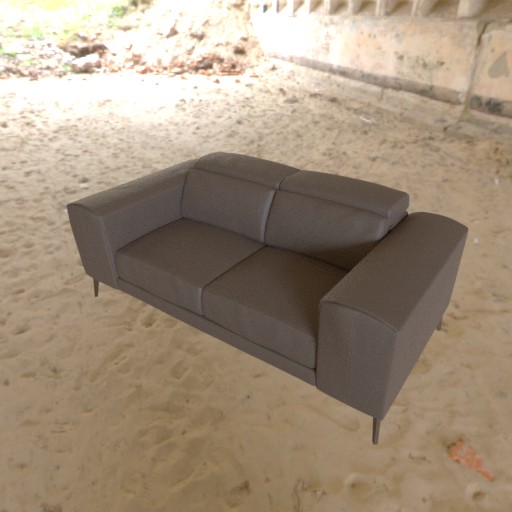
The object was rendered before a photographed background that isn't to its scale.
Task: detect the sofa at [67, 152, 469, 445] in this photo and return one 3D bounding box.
[{"bbox_3d":[0.000,0.000,2.407,1.895,0.779,1.003,19,35,30],"label":"sofa"}]
